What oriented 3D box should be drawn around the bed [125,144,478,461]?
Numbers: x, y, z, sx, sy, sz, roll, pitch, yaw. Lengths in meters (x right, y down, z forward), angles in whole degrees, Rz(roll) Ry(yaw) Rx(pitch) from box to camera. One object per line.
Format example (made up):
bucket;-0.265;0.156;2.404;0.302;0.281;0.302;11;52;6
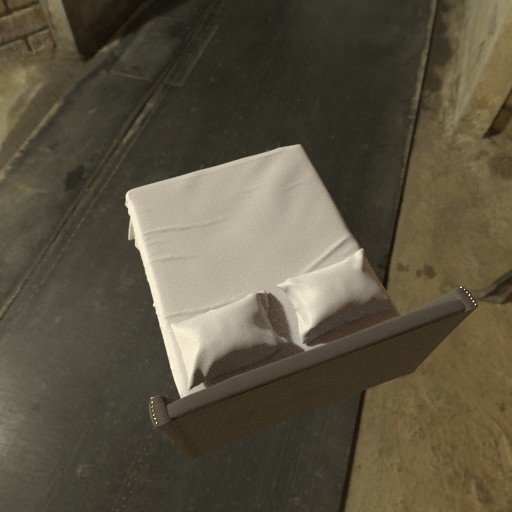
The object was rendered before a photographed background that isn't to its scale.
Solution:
bed;0.000;0.000;3.455;1.925;1.332;2.276;-17;60;-10
